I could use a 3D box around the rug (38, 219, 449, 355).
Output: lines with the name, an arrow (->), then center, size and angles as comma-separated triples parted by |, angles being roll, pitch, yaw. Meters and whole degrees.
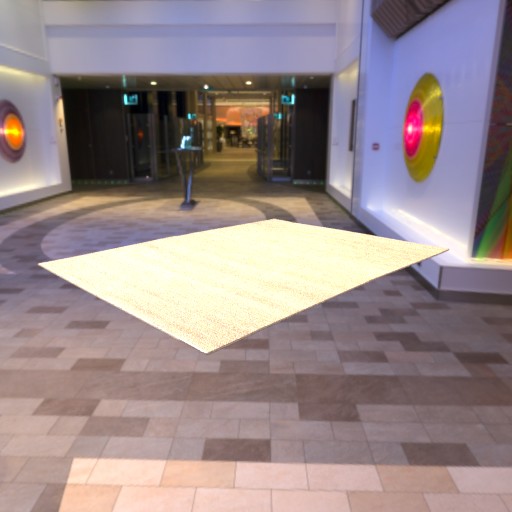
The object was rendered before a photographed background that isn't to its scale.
rug -> 0.000, 0.000, 4.343 | 3.245, 0.046, 2.467 | -15, 21, -43
